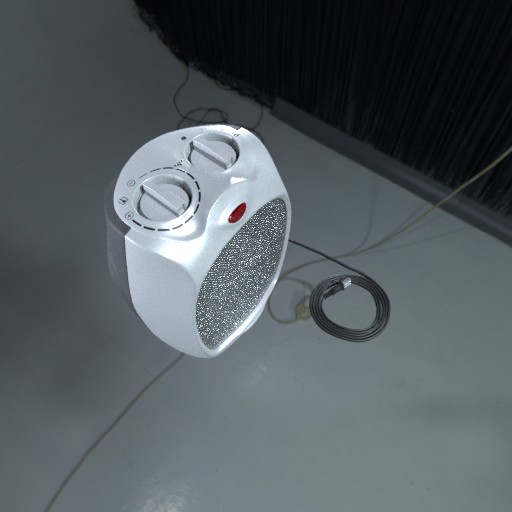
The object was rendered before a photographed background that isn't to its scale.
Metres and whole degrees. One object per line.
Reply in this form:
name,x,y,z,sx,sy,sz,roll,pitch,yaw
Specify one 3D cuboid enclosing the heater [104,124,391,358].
heater,0.000,0.000,0.458,0.291,0.240,0.239,32,64,18
